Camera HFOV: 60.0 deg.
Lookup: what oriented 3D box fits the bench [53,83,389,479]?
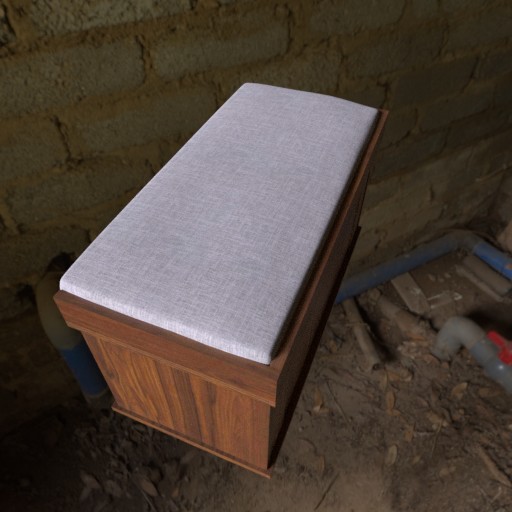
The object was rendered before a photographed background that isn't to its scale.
[{"bbox_3d":[0.000,0.000,0.983,0.362,0.461,0.734,17,49,15],"label":"bench"}]
